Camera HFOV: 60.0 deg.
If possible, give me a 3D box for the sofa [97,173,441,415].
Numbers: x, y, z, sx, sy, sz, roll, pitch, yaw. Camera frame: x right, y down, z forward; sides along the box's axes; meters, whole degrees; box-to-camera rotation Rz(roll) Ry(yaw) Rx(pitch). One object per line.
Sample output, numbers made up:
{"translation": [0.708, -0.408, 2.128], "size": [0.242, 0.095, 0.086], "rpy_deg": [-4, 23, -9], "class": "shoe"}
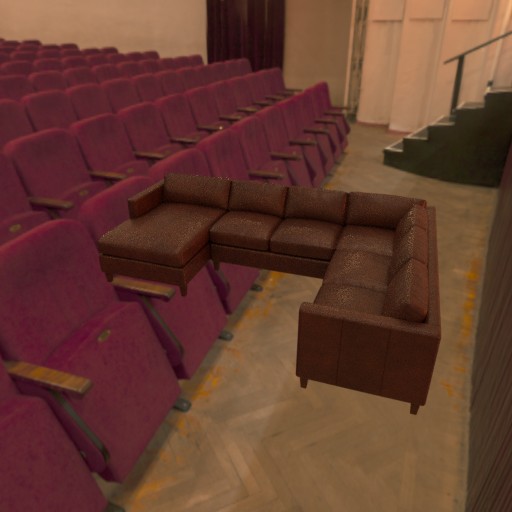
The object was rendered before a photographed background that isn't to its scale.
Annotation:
{"translation": [0.000, 0.000, 4.441], "size": [3.324, 0.891, 2.452], "rpy_deg": [9, 28, 17], "class": "sofa"}
